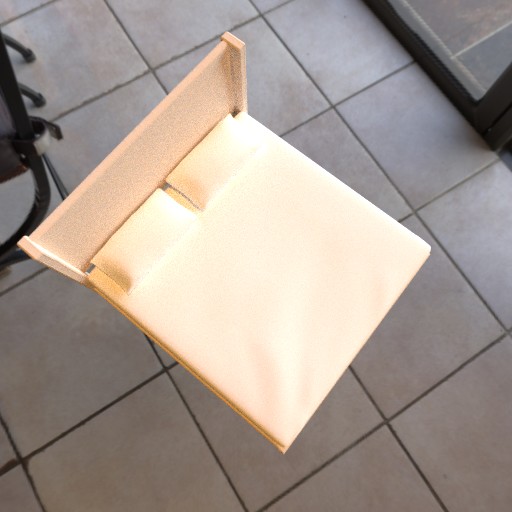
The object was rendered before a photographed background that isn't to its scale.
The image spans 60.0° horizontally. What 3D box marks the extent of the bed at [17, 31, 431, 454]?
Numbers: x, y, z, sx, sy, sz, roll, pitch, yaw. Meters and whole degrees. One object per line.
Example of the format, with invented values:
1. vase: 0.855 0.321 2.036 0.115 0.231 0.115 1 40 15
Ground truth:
1. bed: 0.000 0.000 3.618 2.293 1.471 2.145 38 78 9
